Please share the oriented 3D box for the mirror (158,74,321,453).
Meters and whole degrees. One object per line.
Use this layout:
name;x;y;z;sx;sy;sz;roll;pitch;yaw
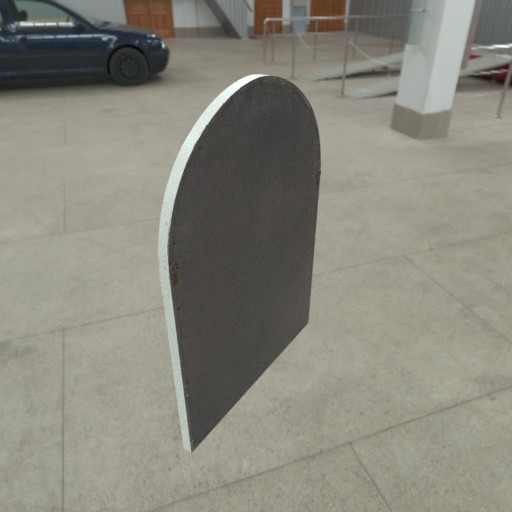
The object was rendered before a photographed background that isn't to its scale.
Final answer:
mirror;0.000;0.000;1.205;0.032;0.920;0.660;20;37;29
